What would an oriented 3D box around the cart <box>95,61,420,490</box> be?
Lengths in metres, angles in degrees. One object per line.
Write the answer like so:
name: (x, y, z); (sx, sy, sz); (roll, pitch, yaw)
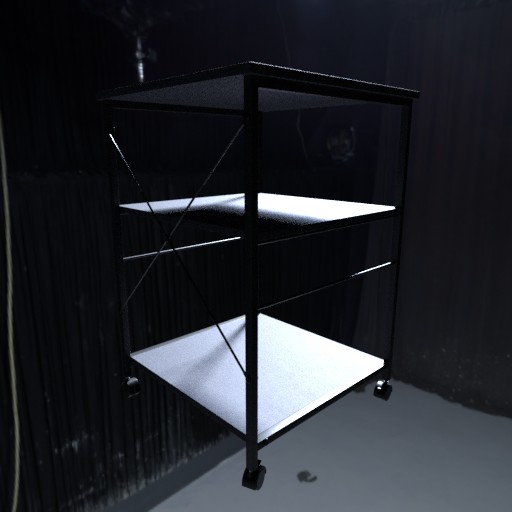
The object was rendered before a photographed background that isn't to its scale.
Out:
cart: (0.000, 0.000, 1.092); (0.520, 0.762, 0.521); (-13, 19, -42)
